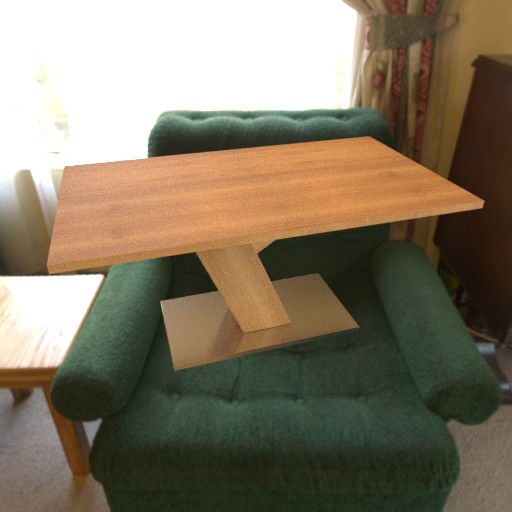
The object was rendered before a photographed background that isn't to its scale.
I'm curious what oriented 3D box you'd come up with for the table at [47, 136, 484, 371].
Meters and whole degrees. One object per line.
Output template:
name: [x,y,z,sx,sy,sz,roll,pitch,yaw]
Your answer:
table: [0.000,0.000,2.103,1.600,0.750,0.900,-9,33,-14]
